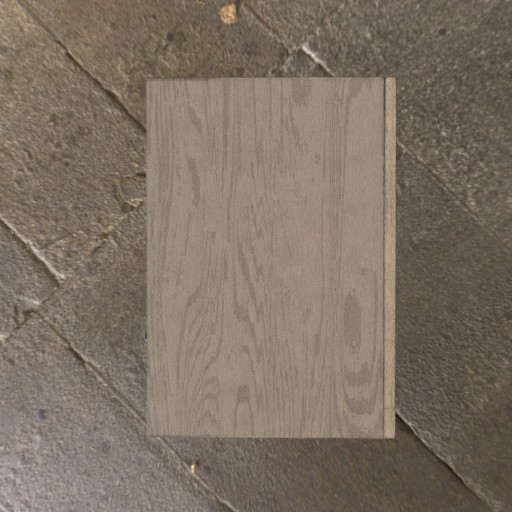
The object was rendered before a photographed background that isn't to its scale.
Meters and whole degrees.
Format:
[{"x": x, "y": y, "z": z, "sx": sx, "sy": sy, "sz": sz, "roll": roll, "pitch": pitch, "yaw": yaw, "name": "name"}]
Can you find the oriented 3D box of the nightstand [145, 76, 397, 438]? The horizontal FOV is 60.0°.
[{"x": 0.000, "y": 0.000, "z": 1.085, "sx": 0.483, "sy": 0.673, "sz": 0.612, "roll": 0, "pitch": 91, "yaw": 1, "name": "nightstand"}]
